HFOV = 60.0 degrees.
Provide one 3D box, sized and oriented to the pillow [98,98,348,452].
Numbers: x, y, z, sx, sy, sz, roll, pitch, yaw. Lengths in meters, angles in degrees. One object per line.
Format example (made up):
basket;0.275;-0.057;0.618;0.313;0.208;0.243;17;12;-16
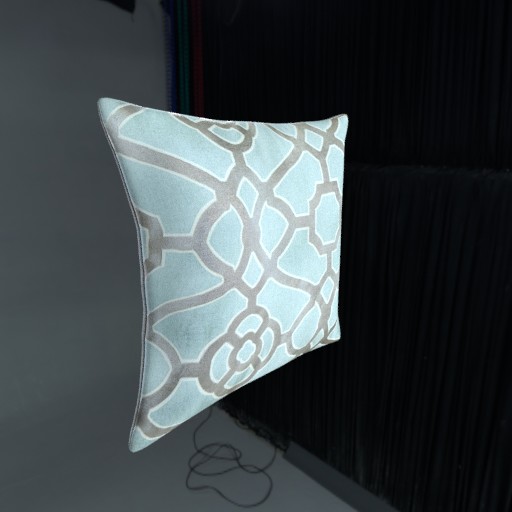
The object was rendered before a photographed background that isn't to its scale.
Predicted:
pillow;0.000;0.000;0.797;0.166;0.508;0.552;14;20;42
